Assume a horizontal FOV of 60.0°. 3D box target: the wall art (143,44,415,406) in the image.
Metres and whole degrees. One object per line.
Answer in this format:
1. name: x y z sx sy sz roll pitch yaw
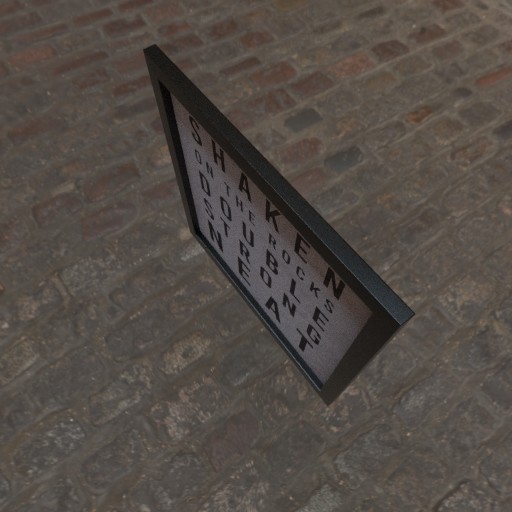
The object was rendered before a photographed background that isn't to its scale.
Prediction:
1. wall art: 0.000 0.000 0.523 0.014 0.349 0.349 -34 67 -16
